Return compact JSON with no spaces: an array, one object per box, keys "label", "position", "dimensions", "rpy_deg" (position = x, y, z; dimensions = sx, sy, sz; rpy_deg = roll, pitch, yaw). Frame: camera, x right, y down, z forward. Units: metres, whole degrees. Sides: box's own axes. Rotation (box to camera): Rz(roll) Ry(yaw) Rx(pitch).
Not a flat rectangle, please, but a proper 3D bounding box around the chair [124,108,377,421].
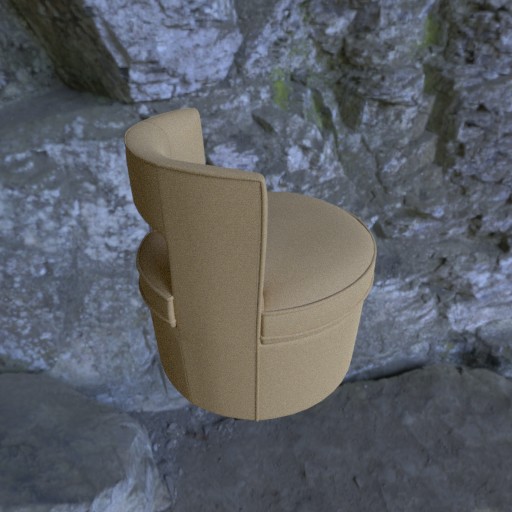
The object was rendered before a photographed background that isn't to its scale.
[{"label":"chair","position":[0.000,0.000,1.263],"dimensions":[0.665,0.723,0.650],"rpy_deg":[-10,33,-16]}]
